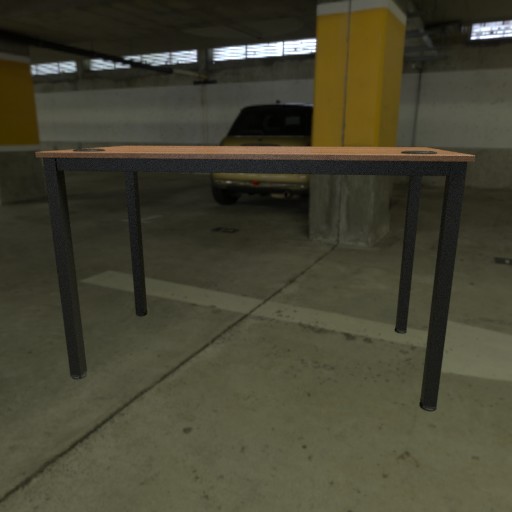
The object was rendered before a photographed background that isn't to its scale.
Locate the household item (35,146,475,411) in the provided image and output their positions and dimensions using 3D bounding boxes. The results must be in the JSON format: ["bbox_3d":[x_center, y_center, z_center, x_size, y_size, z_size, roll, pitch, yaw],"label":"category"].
[{"bbox_3d":[0.000,0.000,1.578,1.200,0.750,0.600,2,16,9],"label":"household item"}]
